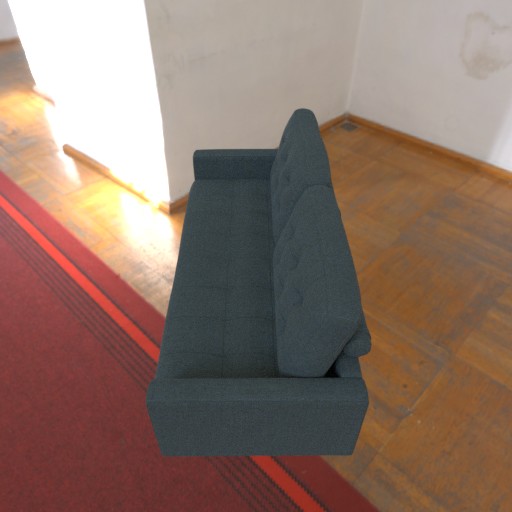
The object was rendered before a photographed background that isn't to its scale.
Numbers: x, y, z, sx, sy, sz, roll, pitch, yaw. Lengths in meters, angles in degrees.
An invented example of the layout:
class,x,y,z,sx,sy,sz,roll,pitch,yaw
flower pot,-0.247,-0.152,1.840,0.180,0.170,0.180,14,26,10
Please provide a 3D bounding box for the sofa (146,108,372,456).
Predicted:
class,x,y,z,sx,sy,sz,roll,pitch,yaw
sofa,0.000,0.000,2.574,0.966,1.050,2.010,0,42,0
